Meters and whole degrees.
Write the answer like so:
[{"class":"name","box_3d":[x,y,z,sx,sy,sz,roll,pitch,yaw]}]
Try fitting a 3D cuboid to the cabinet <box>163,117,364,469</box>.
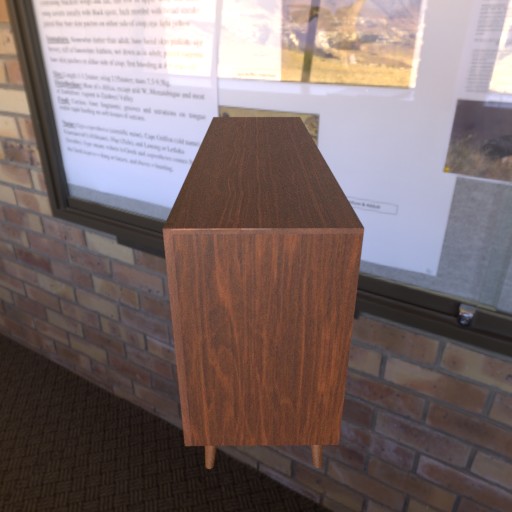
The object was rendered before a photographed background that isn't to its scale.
[{"class":"cabinet","box_3d":[0.000,0.000,1.974,0.505,0.940,1.575,0,27,0]}]
